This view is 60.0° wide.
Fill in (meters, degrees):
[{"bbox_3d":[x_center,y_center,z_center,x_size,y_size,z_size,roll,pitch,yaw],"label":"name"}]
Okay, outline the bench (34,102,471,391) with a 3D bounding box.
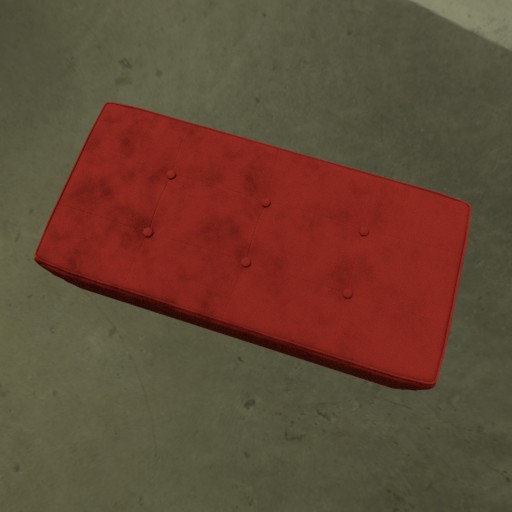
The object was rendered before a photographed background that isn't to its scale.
[{"bbox_3d":[0.000,0.000,1.306,1.016,0.471,0.492,17,75,5],"label":"bench"}]
